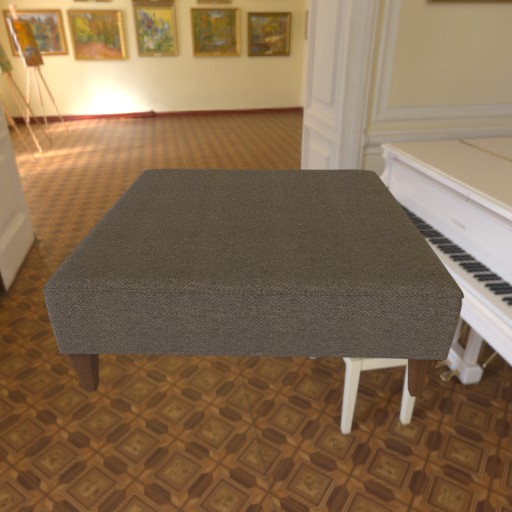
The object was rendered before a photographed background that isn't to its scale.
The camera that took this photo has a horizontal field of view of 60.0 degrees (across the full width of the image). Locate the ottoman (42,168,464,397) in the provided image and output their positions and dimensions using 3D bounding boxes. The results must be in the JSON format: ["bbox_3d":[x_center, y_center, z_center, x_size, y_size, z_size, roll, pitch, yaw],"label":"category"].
[{"bbox_3d":[0.000,0.000,1.500,0.981,0.378,0.970,1,27,1],"label":"ottoman"}]
